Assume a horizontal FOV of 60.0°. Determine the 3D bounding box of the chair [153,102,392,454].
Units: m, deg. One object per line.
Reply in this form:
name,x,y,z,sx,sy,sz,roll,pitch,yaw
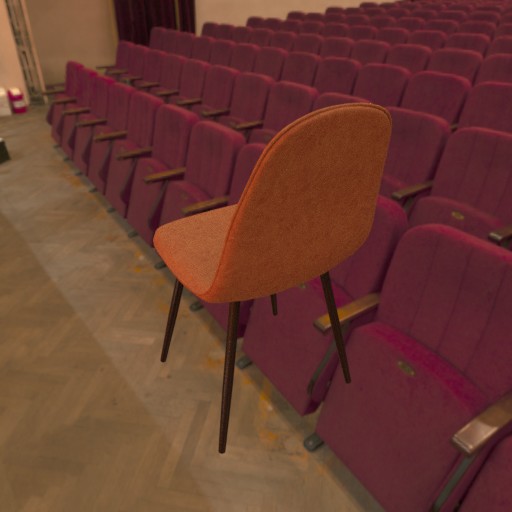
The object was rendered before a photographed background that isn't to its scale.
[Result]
chair,0.000,0.000,1.193,0.472,0.889,0.561,-18,36,-28
